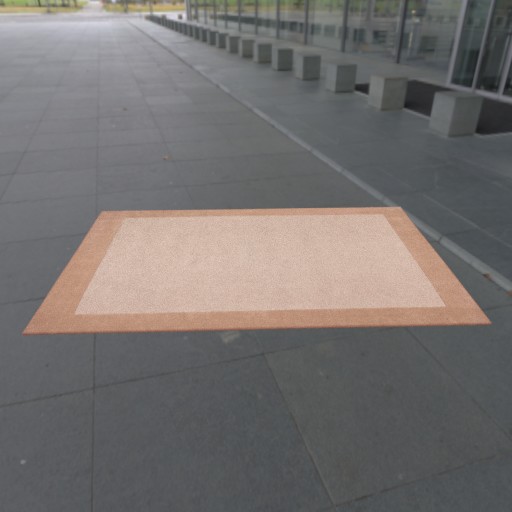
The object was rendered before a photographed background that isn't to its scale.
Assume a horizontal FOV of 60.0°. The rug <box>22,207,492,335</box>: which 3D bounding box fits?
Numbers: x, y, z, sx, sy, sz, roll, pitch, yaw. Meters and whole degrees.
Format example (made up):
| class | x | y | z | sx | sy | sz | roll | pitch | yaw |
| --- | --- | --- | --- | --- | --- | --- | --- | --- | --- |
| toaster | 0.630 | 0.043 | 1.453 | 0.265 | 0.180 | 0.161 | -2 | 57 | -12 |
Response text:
| class | x | y | z | sx | sy | sz | roll | pitch | yaw |
| --- | --- | --- | --- | --- | --- | --- | --- | --- | --- |
| rug | 0.000 | 0.000 | 2.954 | 2.438 | 0.014 | 1.524 | -1 | 30 | -2 |
